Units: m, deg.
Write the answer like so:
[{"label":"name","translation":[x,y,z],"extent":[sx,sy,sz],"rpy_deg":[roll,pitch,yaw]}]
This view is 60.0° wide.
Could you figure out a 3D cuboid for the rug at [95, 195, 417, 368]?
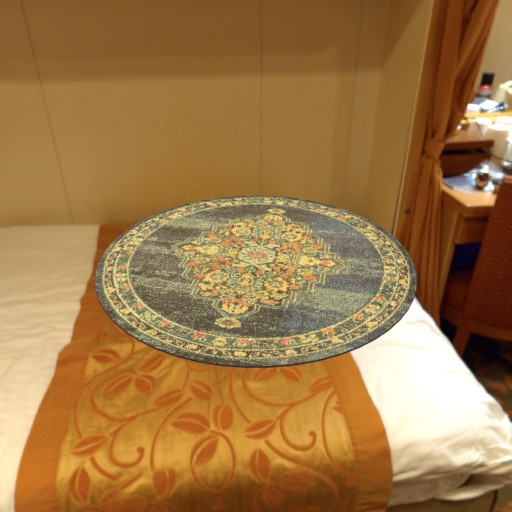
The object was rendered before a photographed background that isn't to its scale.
[{"label":"rug","translation":[0.000,0.000,3.435],"extent":[2.386,0.014,2.386],"rpy_deg":[0,31,0]}]
